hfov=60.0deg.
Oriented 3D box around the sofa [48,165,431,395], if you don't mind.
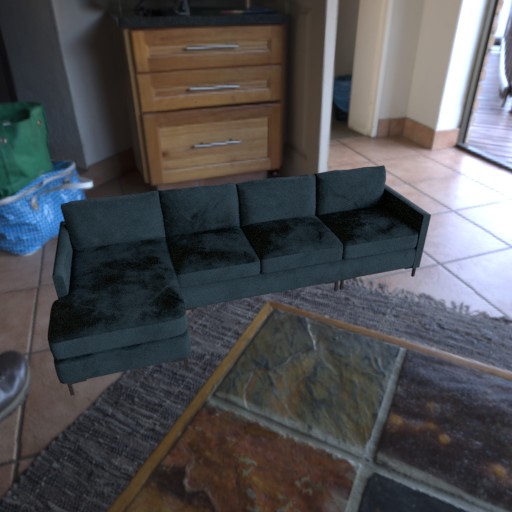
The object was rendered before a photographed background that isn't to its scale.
[{"bbox_3d":[0.000,0.000,4.007,3.400,0.967,1.500,-9,32,-15],"label":"sofa"}]
